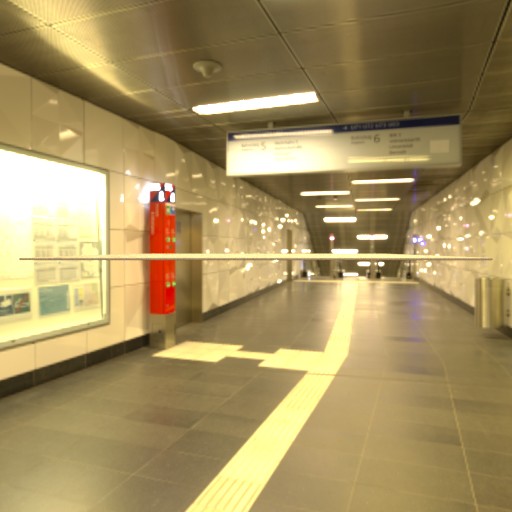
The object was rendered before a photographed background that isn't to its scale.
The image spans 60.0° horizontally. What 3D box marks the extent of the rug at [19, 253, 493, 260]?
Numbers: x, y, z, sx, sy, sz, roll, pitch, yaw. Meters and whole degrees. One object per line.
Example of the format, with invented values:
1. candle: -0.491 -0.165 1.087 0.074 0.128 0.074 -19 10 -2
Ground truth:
1. rug: 0.000 0.000 4.063 3.046 0.015 2.446 0 1 0
